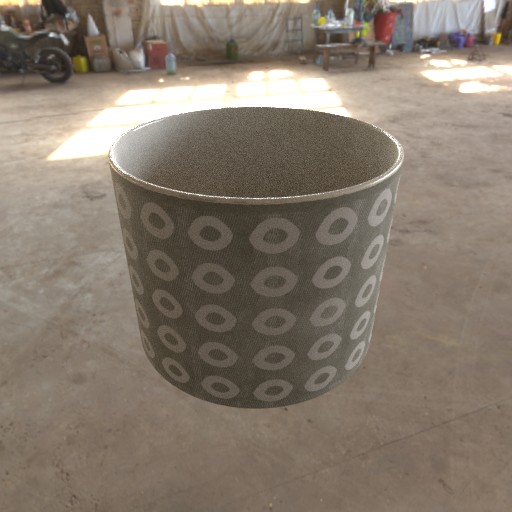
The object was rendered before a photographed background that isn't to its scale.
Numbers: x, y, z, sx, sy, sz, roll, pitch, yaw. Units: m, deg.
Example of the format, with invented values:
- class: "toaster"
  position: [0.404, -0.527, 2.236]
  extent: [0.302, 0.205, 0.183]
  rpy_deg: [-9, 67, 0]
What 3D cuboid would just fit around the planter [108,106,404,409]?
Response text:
- class: "planter"
  position: [0.000, 0.000, 0.451]
  extent: [0.250, 0.239, 0.250]
  rpy_deg: [0, 32, 0]
